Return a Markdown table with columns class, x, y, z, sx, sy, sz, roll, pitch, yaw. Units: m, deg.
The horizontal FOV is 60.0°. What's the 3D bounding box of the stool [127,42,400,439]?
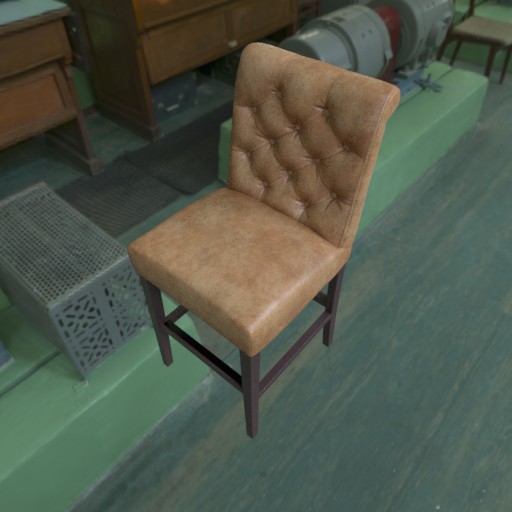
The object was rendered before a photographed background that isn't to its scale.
| class | x | y | z | sx | sy | sz | roll | pitch | yaw |
| --- | --- | --- | --- | --- | --- | --- | --- | --- | --- |
| stool | 0.000 | 0.000 | 1.388 | 0.493 | 1.047 | 0.601 | 31 | 53 | 27 |
